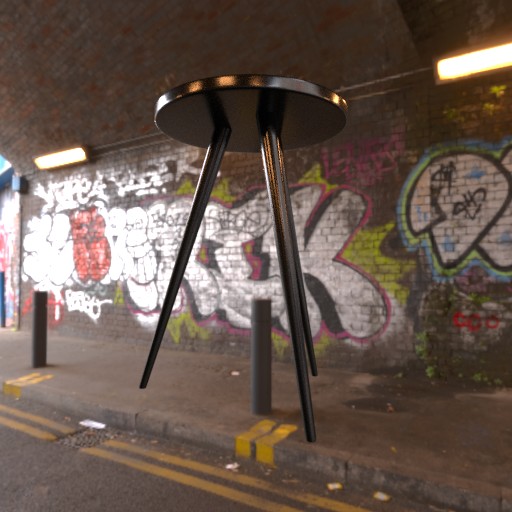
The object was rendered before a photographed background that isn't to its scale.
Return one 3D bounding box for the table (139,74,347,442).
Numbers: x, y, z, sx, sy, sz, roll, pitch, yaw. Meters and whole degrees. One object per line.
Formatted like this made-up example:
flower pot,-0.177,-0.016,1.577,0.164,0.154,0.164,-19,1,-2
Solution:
table,0.000,0.000,0.834,0.403,0.548,0.415,1,-2,-18
